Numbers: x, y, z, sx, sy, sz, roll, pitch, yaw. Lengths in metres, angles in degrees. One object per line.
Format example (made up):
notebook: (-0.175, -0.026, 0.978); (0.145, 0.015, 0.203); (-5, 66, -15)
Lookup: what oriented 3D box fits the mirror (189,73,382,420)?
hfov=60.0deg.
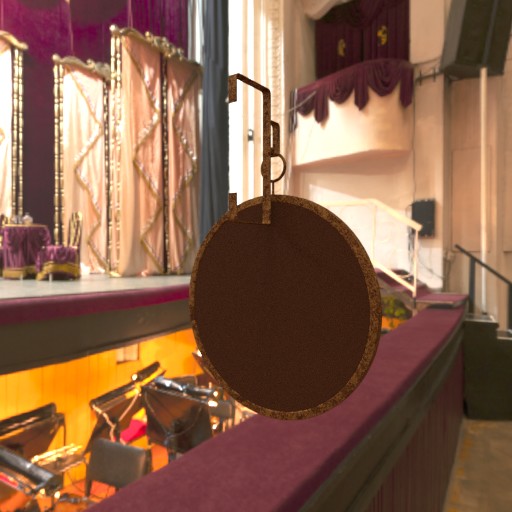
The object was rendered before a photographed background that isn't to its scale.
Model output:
mirror: (0.000, 0.000, 0.847); (0.447, 0.651, 0.144); (0, 1, 35)
